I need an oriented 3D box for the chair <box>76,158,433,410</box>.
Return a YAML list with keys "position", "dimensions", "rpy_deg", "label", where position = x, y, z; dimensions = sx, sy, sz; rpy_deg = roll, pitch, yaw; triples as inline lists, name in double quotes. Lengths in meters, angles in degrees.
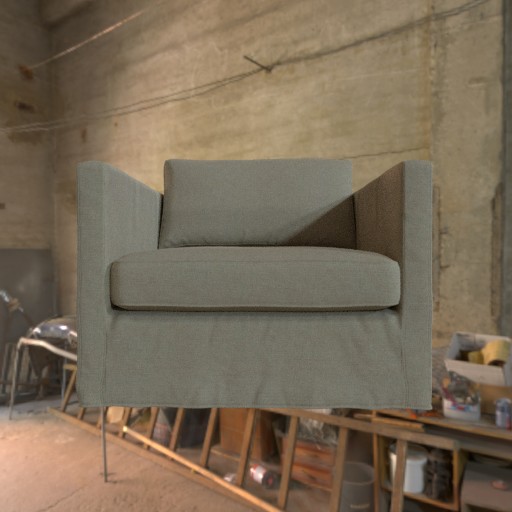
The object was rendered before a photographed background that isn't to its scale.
- position: [0.000, 0.000, 1.716]
  dimensions: [1.057, 0.863, 0.949]
  rpy_deg: [0, 1, 1]
  label: "chair"
